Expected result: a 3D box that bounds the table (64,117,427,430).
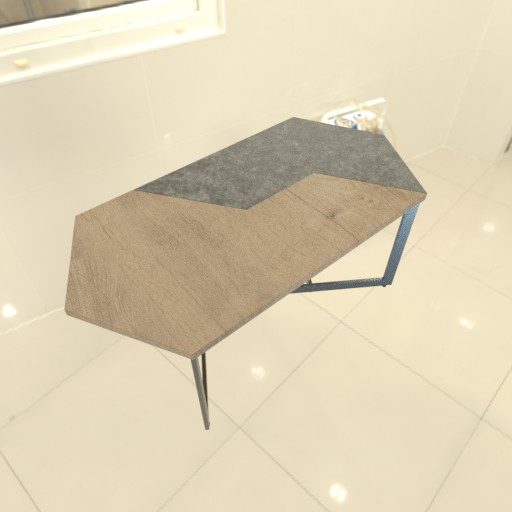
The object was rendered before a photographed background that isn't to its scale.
[{"bbox_3d":[0.000,0.000,1.512,1.219,0.457,0.609,-32,54,-26],"label":"table"}]
